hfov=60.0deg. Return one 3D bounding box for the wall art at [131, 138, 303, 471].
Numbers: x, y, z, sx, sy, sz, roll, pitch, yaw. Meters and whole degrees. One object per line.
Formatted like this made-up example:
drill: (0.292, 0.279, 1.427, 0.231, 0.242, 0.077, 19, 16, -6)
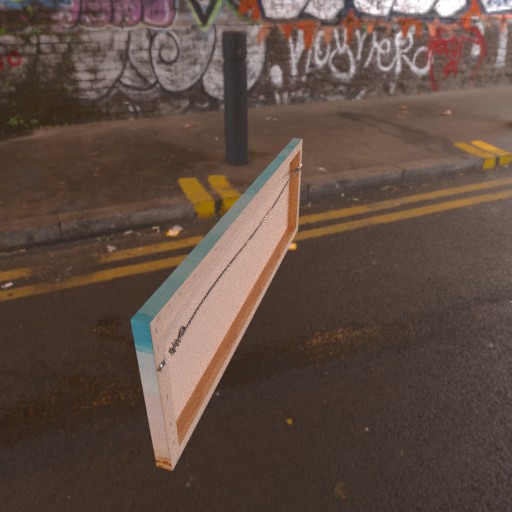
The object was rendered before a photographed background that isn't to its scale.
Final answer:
wall art: (0.000, 0.000, 0.848, 0.044, 0.254, 0.759, 9, 31, 15)
